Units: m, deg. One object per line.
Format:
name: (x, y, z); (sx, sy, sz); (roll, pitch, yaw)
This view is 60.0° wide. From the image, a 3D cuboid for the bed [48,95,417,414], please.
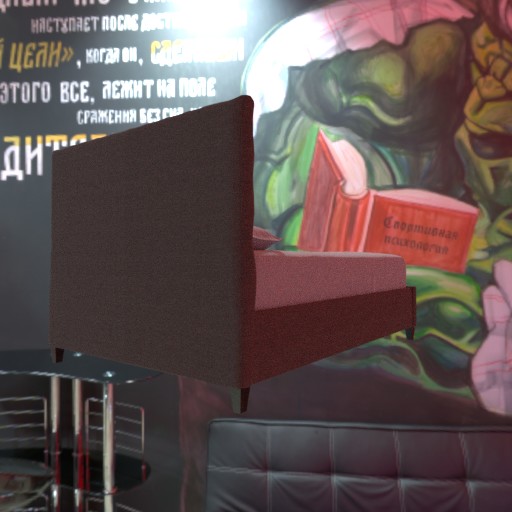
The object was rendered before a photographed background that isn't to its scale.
bed: (0.000, 0.000, 3.390); (1.698, 1.427, 2.387); (0, -1, 38)
